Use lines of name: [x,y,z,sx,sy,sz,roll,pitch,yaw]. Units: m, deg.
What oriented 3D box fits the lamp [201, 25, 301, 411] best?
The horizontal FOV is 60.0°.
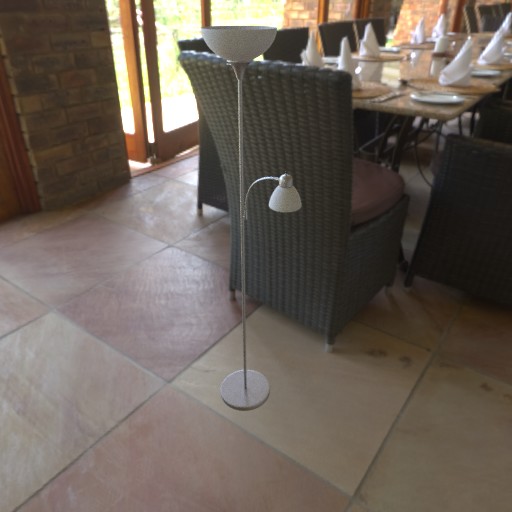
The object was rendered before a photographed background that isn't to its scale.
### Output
lamp: [0.000,0.000,1.972,0.425,1.804,0.279,23,37,33]
